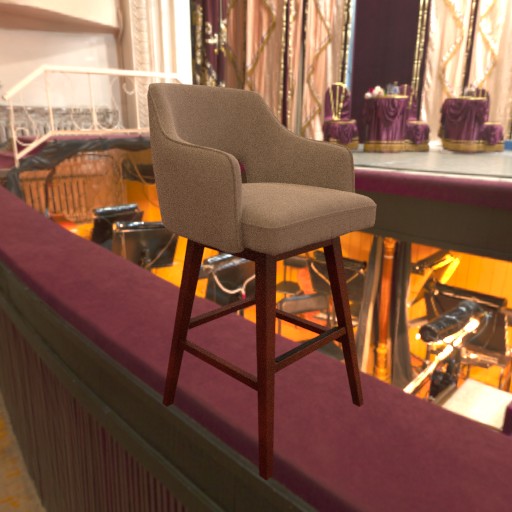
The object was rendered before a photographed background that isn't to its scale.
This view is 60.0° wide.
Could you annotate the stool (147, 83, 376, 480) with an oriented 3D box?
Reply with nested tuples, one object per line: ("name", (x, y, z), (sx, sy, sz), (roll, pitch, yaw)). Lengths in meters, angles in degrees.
("stool", (0.000, 0.000, 1.358), (0.558, 1.012, 0.548), (15, 22, 43))
